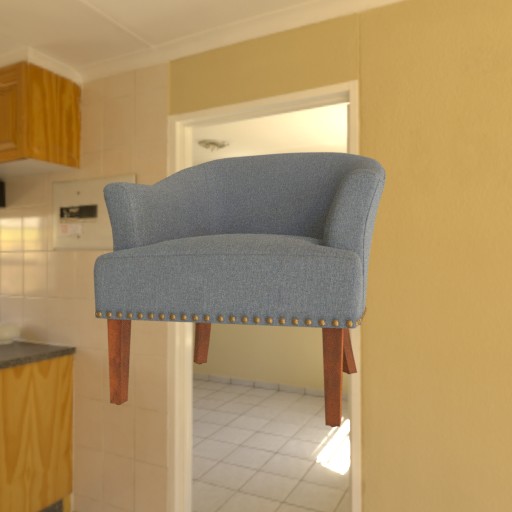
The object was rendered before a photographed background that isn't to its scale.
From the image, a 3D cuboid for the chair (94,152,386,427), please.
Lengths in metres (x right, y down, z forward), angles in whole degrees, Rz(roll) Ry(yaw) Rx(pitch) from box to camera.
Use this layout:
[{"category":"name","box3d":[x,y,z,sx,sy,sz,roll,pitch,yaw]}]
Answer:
[{"category":"chair","box3d":[0.000,0.000,1.416,0.798,0.815,0.704,0,-1,16]}]
